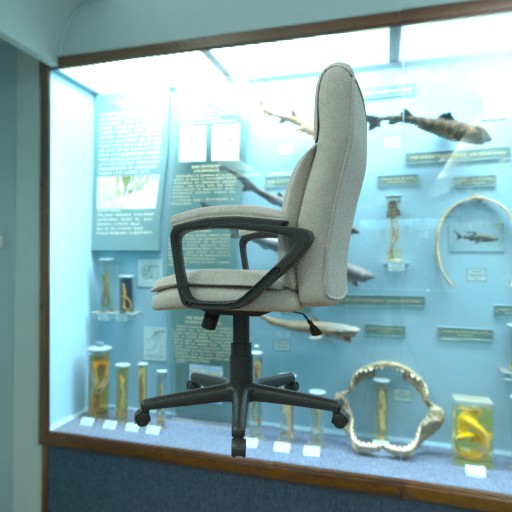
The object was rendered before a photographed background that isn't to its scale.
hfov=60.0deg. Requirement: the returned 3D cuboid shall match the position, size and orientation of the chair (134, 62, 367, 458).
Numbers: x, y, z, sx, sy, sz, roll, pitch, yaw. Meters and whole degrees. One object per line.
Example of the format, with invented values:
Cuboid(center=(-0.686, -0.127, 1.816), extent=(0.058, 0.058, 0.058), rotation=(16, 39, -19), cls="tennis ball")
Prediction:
Cuboid(center=(0.000, 0.000, 1.523), extent=(0.724, 1.105, 0.667), rotation=(0, 0, 18), cls="chair")
